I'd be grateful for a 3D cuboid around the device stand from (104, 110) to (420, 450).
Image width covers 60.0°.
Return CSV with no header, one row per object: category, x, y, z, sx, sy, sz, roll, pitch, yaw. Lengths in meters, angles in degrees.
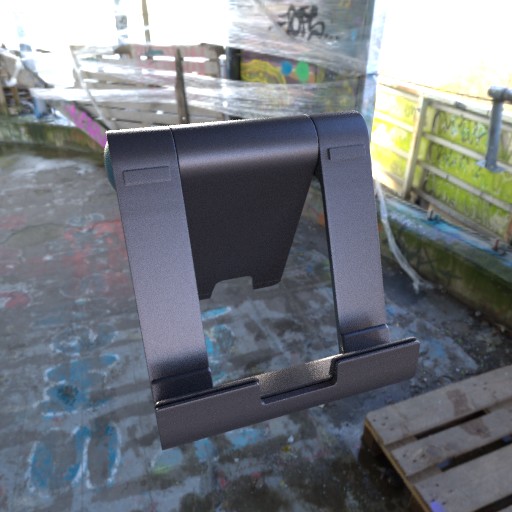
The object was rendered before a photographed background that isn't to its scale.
device stand,0.000,0.000,0.153,0.088,0.084,0.079,-10,32,-16
